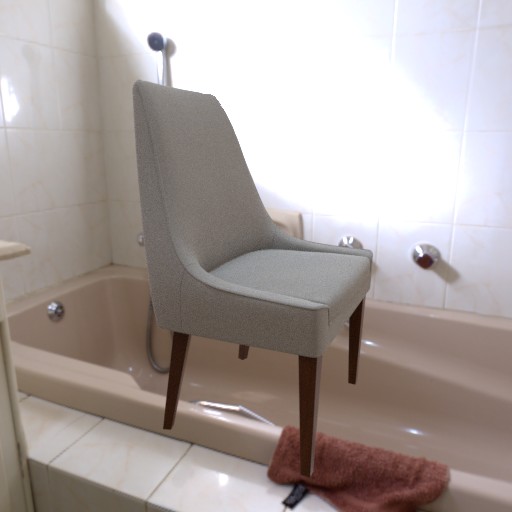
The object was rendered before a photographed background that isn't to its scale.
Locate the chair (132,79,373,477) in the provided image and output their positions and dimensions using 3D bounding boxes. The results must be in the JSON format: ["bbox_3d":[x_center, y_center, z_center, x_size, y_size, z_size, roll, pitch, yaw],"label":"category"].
[{"bbox_3d":[0.000,0.000,1.169,0.544,0.861,0.529,7,15,25],"label":"chair"}]
